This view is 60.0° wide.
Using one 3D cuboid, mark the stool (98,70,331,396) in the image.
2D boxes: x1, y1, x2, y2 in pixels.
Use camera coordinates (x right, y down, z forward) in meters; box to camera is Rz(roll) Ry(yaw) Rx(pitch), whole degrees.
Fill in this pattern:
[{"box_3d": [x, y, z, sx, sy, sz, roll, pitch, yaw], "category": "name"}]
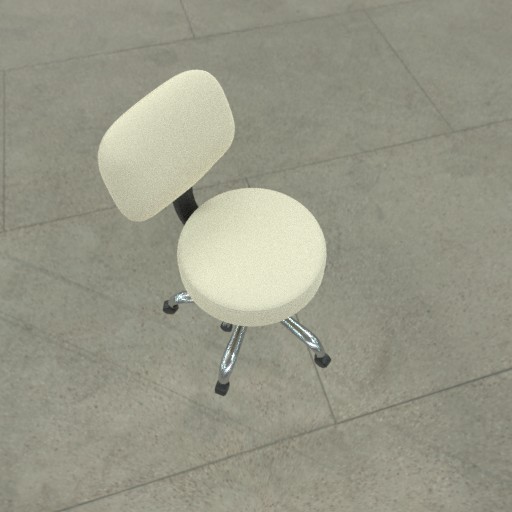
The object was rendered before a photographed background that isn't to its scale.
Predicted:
[{"box_3d": [0.000, 0.000, 1.248, 0.616, 0.810, 0.609, 34, 65, 19], "category": "stool"}]
